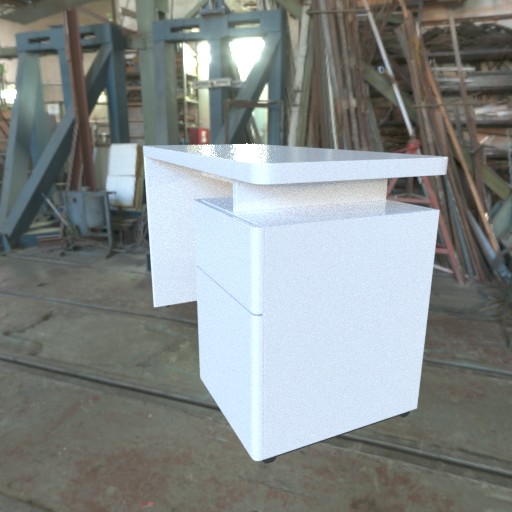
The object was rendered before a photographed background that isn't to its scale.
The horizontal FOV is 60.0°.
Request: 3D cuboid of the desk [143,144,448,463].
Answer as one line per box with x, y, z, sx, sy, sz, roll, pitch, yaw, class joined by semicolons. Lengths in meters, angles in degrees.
0.000;0.000;1.630;0.550;0.760;1.200;-7;17;-24;desk
